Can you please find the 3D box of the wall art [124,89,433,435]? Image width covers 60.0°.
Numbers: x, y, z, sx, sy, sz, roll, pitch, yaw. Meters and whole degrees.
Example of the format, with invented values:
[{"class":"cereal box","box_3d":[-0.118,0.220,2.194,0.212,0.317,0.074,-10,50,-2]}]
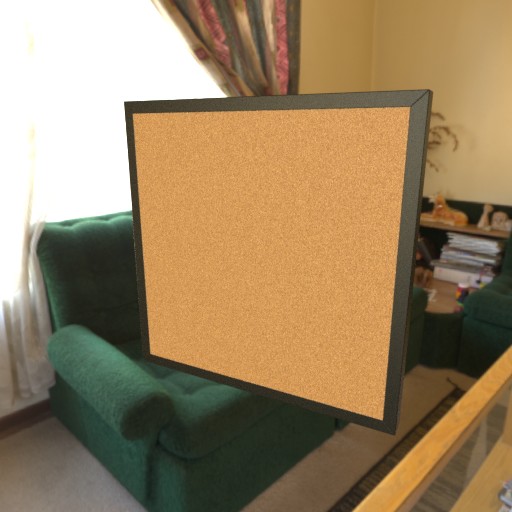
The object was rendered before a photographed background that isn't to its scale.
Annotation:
[{"class":"wall art","box_3d":[0.000,0.000,0.750,0.508,0.508,0.036,8,18,26]}]
